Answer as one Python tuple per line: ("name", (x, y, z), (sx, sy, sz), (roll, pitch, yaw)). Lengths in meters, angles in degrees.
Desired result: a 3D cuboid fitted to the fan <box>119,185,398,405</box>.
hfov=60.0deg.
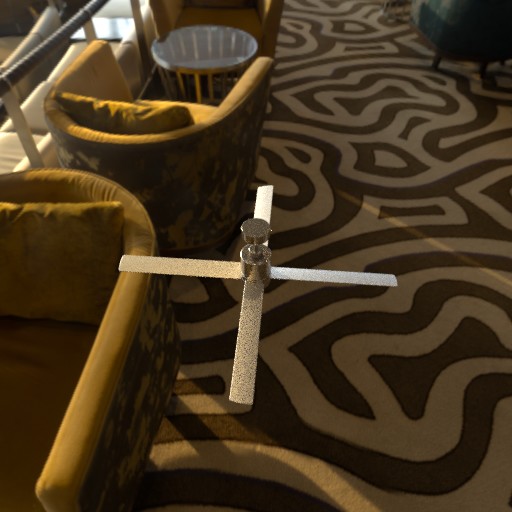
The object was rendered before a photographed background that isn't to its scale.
("fan", (0.000, 0.000, 2.034), (1.322, 0.355, 1.322), (4, 47, 3))
